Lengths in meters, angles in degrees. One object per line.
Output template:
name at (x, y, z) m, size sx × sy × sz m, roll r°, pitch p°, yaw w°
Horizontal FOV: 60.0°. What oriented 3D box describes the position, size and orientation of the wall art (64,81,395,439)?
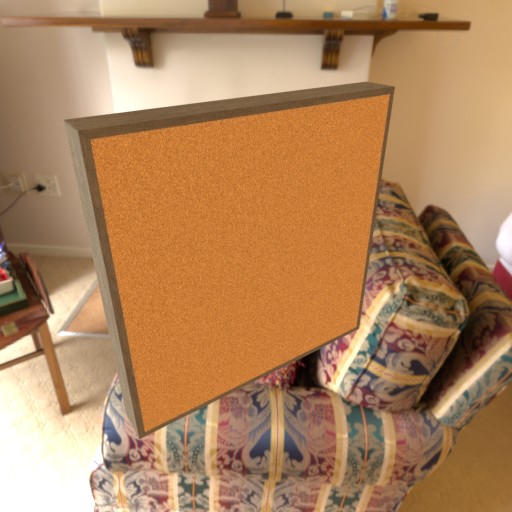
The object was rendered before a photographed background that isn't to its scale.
wall art at (0.000, 0.000, 0.448) m, size 0.303 × 0.302 × 0.038 m, roll -19°, pitch 35°, yaw -29°
